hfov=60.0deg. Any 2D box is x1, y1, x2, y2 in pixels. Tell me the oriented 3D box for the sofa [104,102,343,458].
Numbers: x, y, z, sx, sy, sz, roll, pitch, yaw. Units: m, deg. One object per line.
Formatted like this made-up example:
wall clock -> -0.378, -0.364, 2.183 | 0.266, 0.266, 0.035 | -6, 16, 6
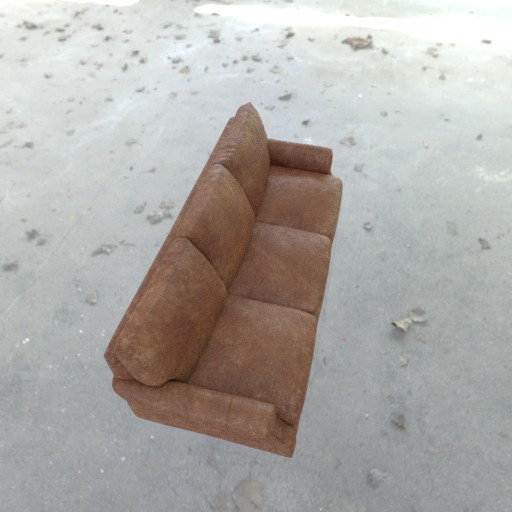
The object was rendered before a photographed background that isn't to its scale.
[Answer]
sofa -> 0.000, 0.000, 2.940 | 0.973, 0.977, 2.351 | 11, 49, 9
